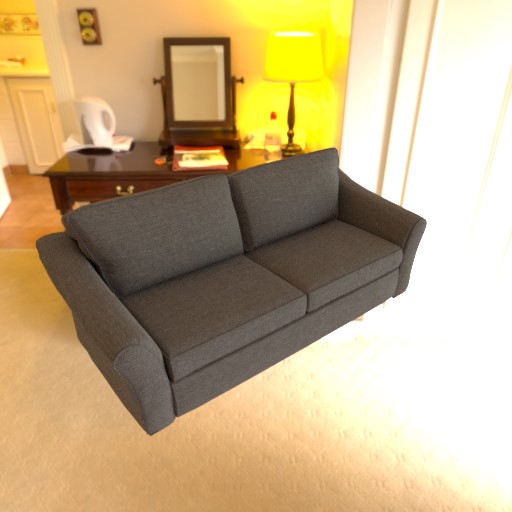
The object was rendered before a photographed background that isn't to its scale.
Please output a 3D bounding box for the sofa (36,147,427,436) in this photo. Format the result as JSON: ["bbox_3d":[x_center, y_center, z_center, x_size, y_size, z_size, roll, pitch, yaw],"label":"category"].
[{"bbox_3d":[0.000,0.000,2.759,2.270,0.950,0.971,-21,35,-32],"label":"sofa"}]
